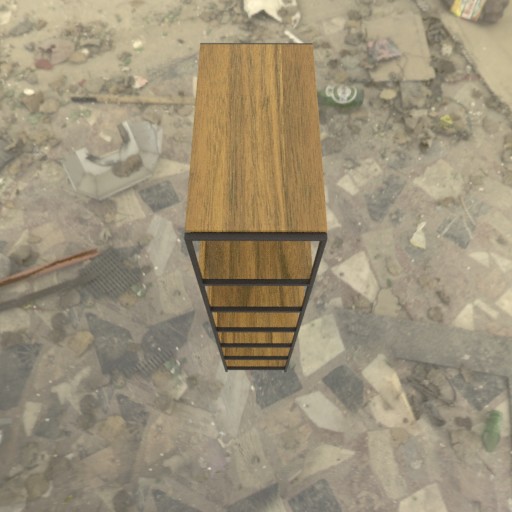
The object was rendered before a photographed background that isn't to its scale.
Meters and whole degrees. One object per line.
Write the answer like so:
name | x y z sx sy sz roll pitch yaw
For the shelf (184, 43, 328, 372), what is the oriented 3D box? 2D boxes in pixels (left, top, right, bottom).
shelf | 0.000 0.000 2.404 0.431 2.015 0.847 0 64 0
